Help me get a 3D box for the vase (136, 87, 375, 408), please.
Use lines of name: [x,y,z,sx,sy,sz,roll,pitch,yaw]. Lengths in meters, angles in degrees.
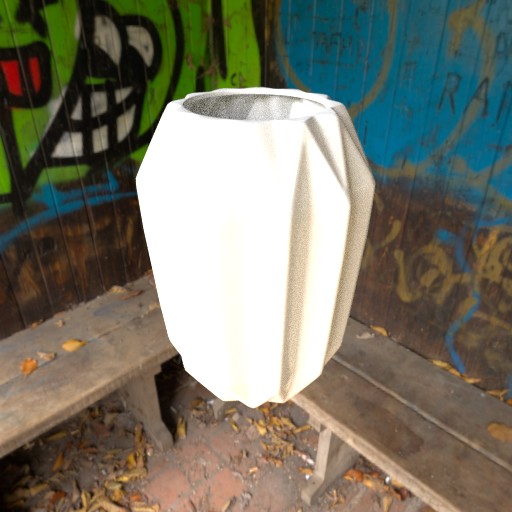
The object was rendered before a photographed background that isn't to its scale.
vase: [0.000,0.000,0.411,0.195,0.275,0.195,0,31,0]
